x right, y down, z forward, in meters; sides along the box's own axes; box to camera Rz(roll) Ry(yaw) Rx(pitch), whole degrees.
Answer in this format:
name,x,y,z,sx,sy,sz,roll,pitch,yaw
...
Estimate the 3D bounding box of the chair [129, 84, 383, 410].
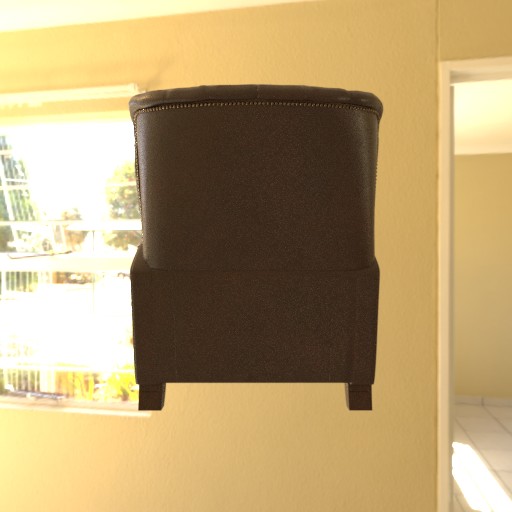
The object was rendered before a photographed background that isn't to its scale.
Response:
name,x,y,z,sx,sy,sz,roll,pitch,yaw
chair,0.000,0.000,1.483,0.709,0.864,0.823,0,0,0
